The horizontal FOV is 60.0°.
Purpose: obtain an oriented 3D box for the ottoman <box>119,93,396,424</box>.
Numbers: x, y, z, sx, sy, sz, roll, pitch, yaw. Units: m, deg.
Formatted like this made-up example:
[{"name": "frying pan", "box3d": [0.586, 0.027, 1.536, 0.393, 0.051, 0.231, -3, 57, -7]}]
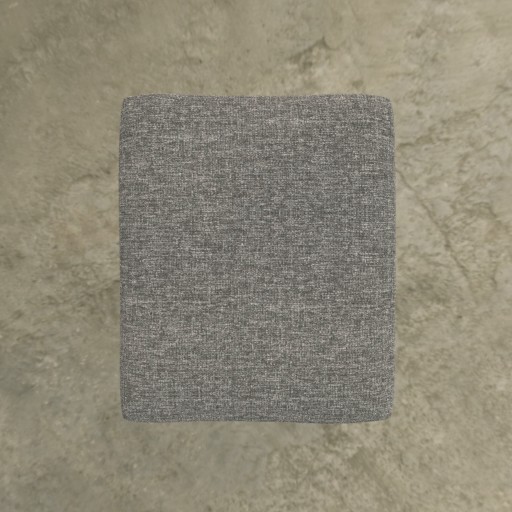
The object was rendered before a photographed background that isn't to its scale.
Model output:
[{"name": "ottoman", "box3d": [0.000, 0.000, 1.208, 0.683, 0.480, 0.828, 0, 90, 0]}]
